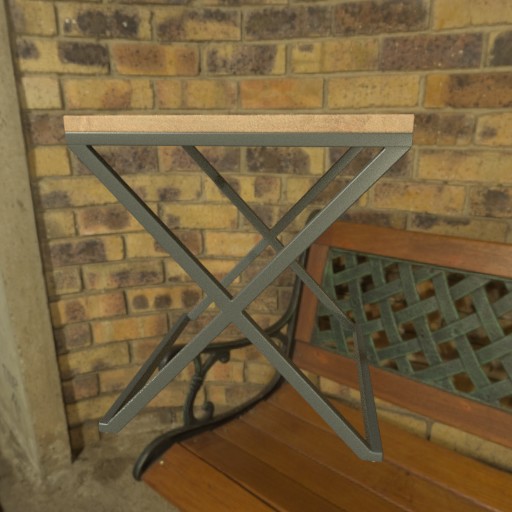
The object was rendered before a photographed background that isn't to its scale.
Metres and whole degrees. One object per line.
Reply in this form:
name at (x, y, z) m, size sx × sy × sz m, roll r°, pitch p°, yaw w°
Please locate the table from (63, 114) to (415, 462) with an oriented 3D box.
table at (0.000, 0.000, 0.922) m, size 0.498 × 0.550 × 0.499 m, roll 2°, pitch 17°, yaw 8°
